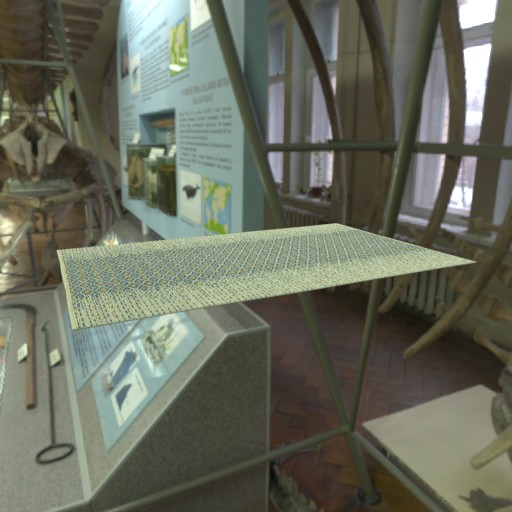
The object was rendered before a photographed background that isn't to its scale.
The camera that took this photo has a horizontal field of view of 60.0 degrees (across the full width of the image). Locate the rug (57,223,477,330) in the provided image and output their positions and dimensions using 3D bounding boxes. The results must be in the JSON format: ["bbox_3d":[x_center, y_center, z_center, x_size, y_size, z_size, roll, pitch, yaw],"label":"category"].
[{"bbox_3d":[0.000,0.000,3.039,2.448,0.008,1.541,-7,16,-25],"label":"rug"}]
